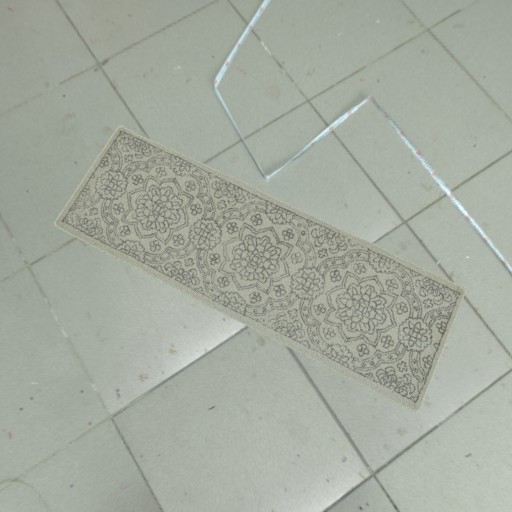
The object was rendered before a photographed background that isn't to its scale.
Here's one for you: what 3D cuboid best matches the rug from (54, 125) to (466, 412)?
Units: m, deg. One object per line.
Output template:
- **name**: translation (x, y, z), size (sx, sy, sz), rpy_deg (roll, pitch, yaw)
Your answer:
- **rug**: translation (0.000, 0.000, 2.700), size (2.431, 0.006, 0.806), rpy_deg (26, 77, 7)
